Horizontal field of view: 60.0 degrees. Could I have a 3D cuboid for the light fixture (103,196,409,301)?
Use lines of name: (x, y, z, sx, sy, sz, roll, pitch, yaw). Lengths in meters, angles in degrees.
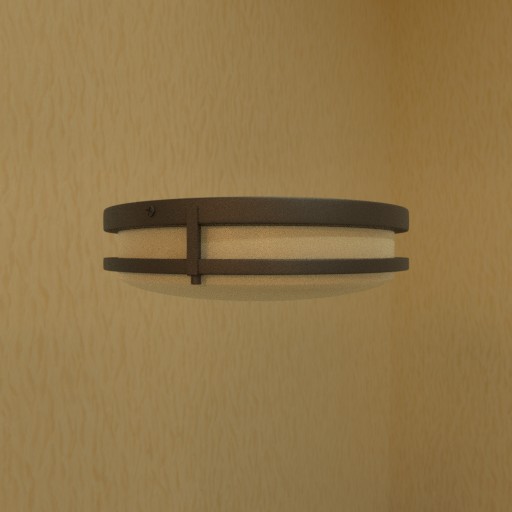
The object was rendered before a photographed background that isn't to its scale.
light fixture: (0.000, 0.000, 0.543, 0.356, 0.102, 0.356, 0, 0, 0)
